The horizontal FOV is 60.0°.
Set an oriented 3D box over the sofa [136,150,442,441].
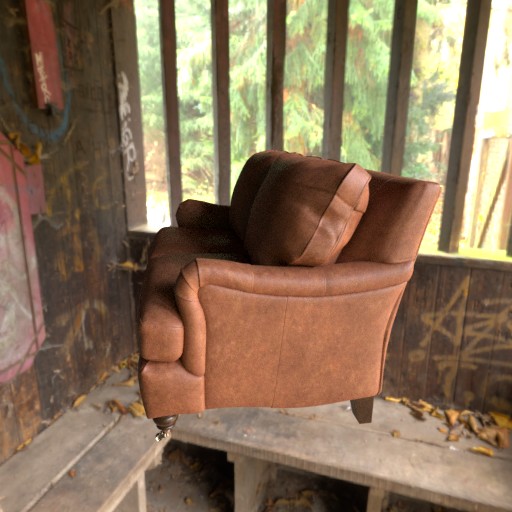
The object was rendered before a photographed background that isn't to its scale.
[{"bbox_3d":[0.000,0.000,2.209,1.077,1.004,1.527,-3,16,-9],"label":"sofa"}]
